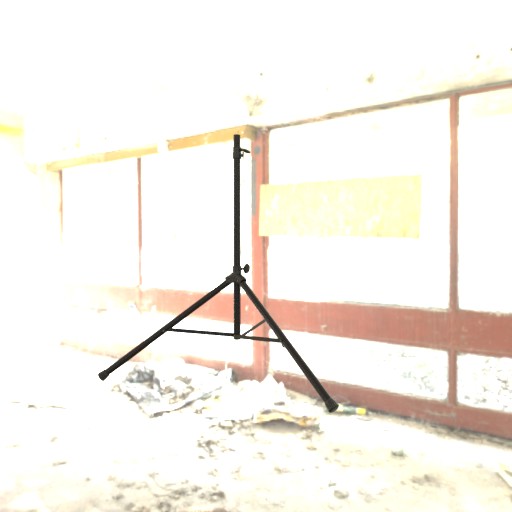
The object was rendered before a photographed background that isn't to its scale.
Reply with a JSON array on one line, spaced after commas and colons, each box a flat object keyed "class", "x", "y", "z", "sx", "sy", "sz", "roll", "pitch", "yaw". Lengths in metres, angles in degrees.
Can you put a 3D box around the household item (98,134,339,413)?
[{"class": "household item", "x": 0.000, "y": 0.000, "z": 2.771, "sx": 1.596, "sy": 1.595, "sz": 1.339, "roll": -1, "pitch": 2, "yaw": -36}]
